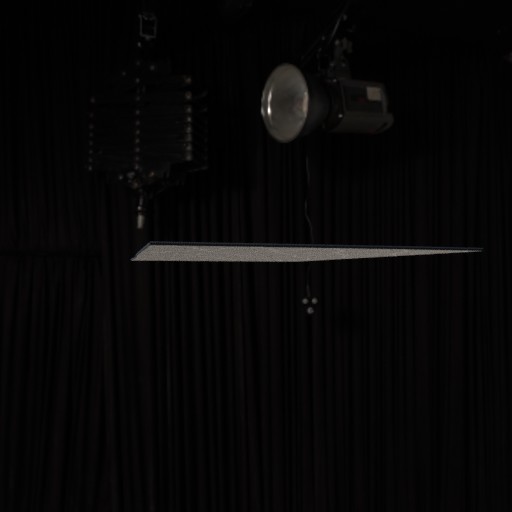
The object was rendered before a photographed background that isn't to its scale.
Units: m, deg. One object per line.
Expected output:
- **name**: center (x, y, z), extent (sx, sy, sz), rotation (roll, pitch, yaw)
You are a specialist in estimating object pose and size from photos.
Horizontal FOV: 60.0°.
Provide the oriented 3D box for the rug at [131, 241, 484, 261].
- **rug**: center (0.000, 0.000, 2.917), extent (1.528, 0.014, 2.294), rotation (1, -2, -18)
